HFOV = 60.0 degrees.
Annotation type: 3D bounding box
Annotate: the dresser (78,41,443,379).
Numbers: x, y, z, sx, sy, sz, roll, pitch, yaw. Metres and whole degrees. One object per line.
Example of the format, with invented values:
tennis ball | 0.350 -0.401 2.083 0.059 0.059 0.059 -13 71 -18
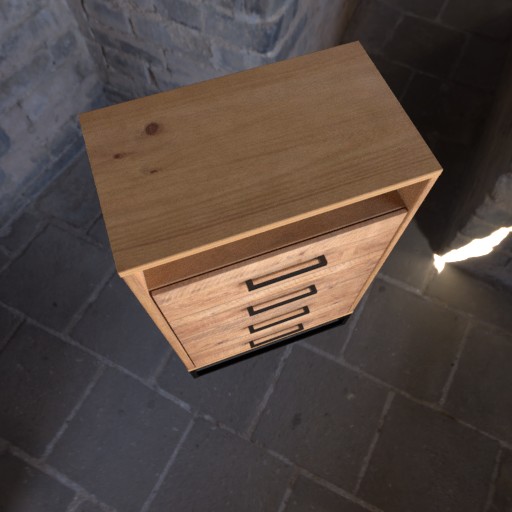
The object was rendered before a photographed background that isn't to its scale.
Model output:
dresser | 0.000 0.000 1.605 0.761 1.240 0.479 -18 66 -8
